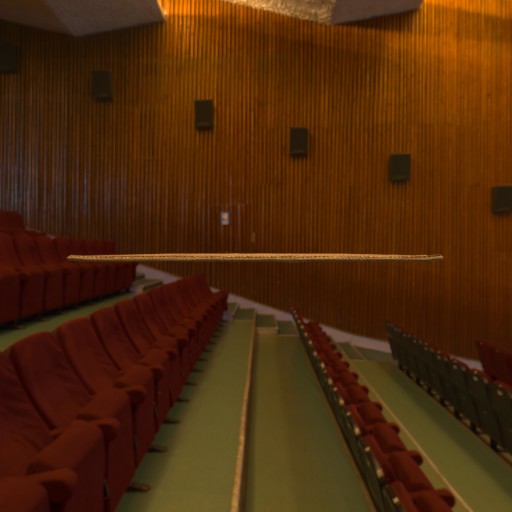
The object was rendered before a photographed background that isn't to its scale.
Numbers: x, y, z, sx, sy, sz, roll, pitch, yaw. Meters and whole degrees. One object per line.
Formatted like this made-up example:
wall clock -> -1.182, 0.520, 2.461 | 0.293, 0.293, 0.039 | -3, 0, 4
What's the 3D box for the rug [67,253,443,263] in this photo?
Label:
rug -> 0.000, 0.000, 2.998 | 1.521, 0.034, 2.438 | 0, 1, 0
